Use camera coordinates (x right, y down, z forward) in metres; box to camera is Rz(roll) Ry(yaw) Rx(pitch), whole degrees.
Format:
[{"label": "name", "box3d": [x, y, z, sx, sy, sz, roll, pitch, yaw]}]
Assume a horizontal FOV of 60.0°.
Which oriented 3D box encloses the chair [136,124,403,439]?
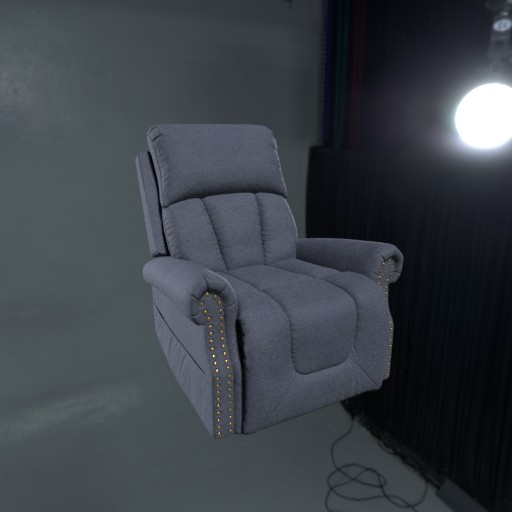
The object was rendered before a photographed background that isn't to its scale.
[{"label": "chair", "box3d": [0.000, 0.000, 1.793, 0.871, 1.031, 0.979, -9, 18, -28]}]
